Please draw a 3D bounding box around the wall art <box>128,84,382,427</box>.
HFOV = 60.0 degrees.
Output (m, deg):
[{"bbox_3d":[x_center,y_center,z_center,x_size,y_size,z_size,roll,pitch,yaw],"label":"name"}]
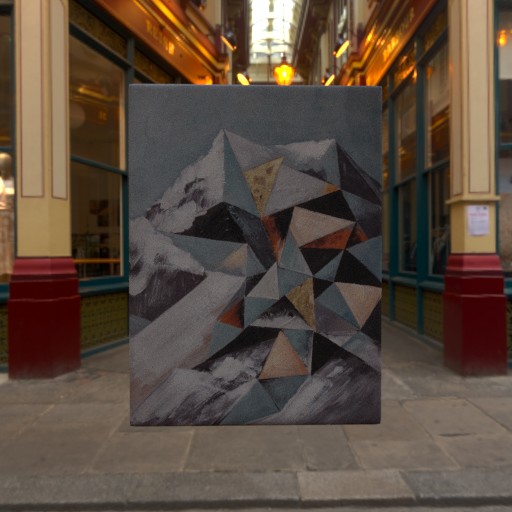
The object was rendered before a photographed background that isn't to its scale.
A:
[{"bbox_3d":[0.000,0.000,0.816,0.455,0.613,0.037,0,1,-1],"label":"wall art"}]
